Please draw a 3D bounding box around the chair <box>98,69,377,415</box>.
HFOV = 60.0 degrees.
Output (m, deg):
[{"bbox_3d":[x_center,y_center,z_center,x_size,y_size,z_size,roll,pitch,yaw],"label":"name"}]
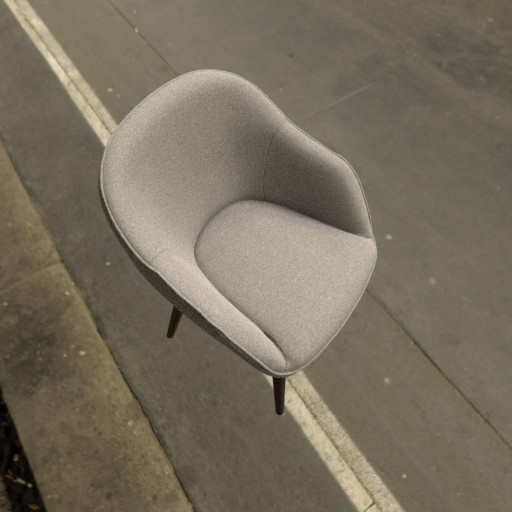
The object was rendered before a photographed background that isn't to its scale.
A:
[{"bbox_3d":[0.000,0.000,1.249,0.611,0.810,0.589,30,63,17],"label":"chair"}]
